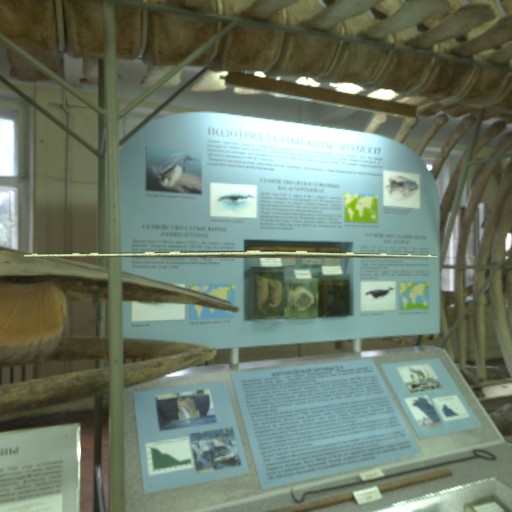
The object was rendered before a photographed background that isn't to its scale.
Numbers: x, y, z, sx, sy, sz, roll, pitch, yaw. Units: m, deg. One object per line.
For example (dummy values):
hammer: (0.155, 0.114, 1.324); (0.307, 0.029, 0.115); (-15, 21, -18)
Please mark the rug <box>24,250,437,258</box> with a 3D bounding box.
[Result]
rug: (0.000, 0.000, 4.117); (2.466, 0.021, 3.049); (0, -1, 36)
